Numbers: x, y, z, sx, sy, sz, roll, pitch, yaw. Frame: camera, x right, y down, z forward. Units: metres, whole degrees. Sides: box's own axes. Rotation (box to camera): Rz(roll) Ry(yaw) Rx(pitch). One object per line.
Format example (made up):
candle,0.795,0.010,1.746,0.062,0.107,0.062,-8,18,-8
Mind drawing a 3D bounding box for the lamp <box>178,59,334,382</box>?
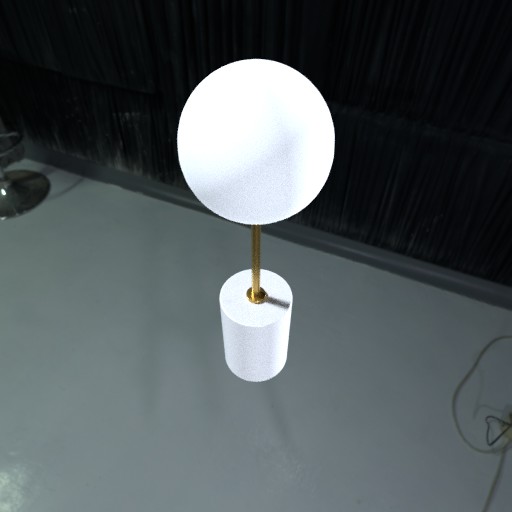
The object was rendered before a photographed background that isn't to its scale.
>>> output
lamp,0.000,0.000,0.558,0.153,0.480,0.153,0,48,0
